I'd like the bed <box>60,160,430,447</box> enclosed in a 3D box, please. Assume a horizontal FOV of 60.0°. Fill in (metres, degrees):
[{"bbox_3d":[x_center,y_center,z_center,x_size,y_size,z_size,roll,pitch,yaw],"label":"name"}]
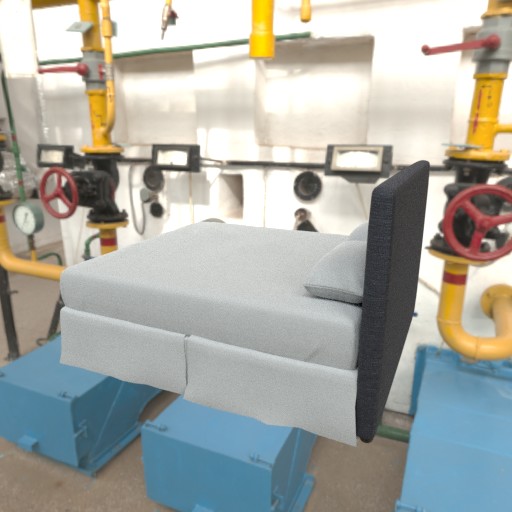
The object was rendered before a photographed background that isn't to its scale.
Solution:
[{"bbox_3d":[0.000,0.000,3.222,2.142,1.330,1.884,7,18,24],"label":"bed"}]
